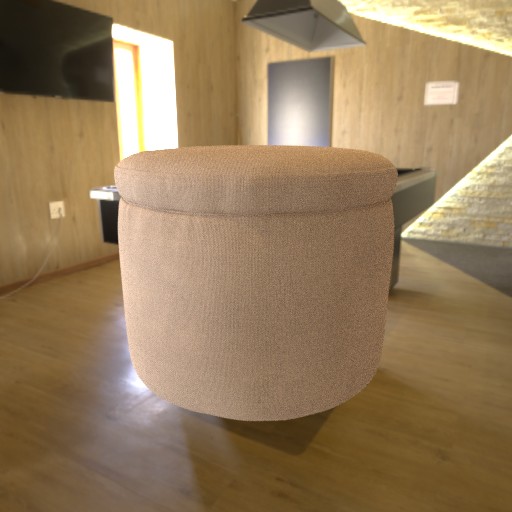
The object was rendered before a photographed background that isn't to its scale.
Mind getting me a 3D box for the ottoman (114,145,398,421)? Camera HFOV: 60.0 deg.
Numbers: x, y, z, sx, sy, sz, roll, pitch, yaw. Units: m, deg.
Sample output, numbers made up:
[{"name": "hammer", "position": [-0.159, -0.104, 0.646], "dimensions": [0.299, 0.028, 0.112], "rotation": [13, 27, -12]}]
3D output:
[{"name": "ottoman", "position": [0.000, 0.000, 0.848], "dimensions": [0.497, 0.409, 0.497], "rotation": [0, 15, 0]}]
